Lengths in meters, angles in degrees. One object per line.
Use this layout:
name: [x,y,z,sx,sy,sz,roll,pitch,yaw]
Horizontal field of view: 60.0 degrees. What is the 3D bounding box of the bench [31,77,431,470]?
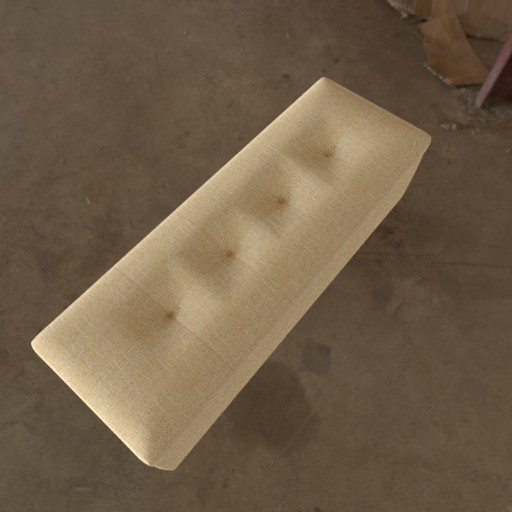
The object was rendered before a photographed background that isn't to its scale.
bench: [0.000,0.000,1.376,0.432,0.406,1.219,37,68,17]
